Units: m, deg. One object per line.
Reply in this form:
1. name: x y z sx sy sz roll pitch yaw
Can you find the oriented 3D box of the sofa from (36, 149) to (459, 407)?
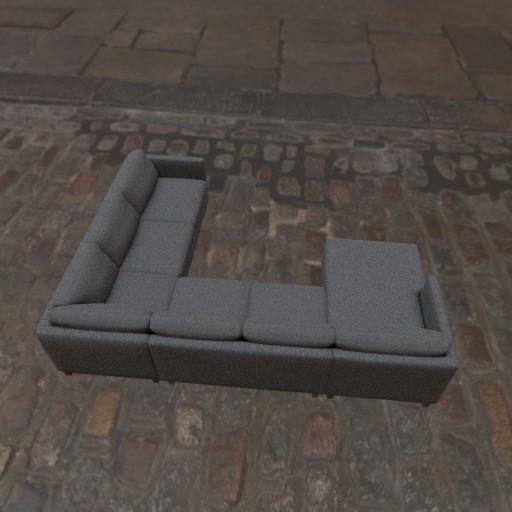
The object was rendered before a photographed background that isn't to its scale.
1. sofa: 0.000 0.000 4.366 3.238 0.853 2.551 4 46 4
